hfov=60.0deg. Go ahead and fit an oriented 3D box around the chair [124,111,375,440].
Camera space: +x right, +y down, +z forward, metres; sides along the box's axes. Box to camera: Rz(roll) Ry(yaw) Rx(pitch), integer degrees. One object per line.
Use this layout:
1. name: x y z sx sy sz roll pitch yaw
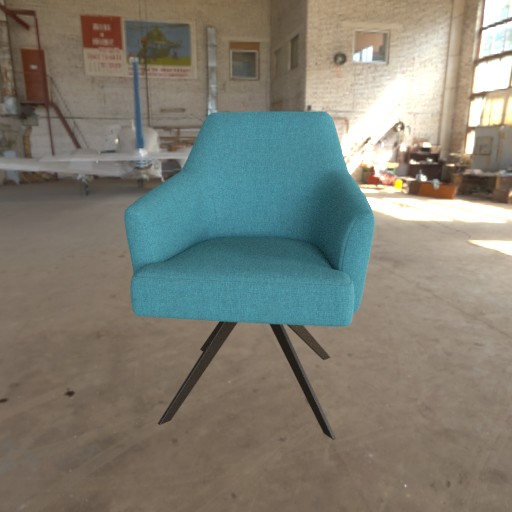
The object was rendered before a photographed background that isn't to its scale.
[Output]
1. chair: 0.000 0.000 1.344 0.642 0.874 0.677 2 14 7
